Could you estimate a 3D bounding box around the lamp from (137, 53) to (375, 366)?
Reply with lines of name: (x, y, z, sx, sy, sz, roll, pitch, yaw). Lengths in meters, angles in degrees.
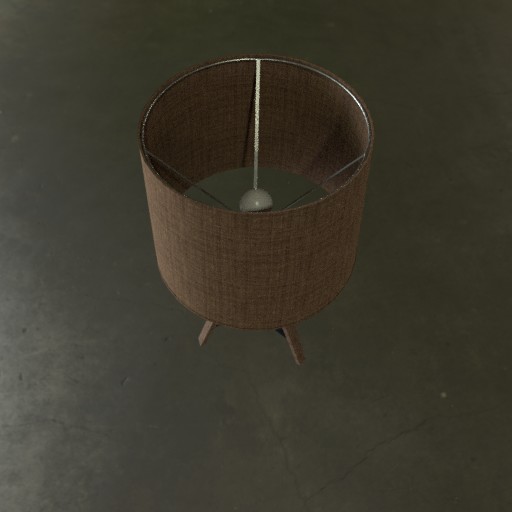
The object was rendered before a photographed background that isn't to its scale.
lamp: (0.000, 0.000, 0.682, 0.290, 0.514, 0.290, 0, 57, 0)
